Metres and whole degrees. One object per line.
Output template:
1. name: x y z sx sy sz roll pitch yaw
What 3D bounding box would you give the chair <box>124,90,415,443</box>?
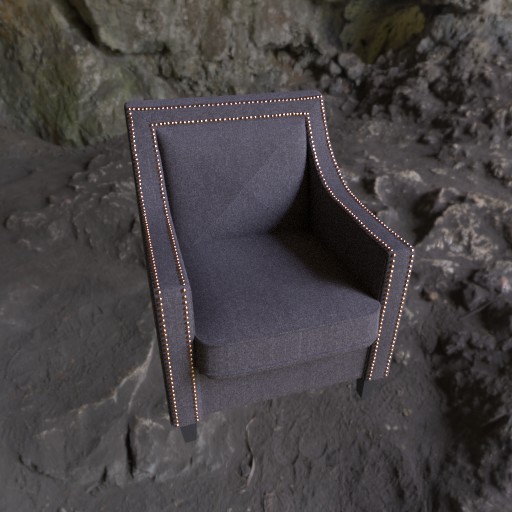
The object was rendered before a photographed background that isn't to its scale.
1. chair: 0.000 0.000 1.609 0.776 0.967 0.884 -9 32 -14
